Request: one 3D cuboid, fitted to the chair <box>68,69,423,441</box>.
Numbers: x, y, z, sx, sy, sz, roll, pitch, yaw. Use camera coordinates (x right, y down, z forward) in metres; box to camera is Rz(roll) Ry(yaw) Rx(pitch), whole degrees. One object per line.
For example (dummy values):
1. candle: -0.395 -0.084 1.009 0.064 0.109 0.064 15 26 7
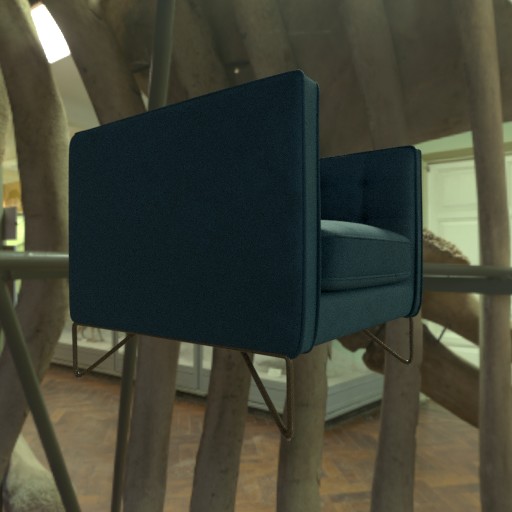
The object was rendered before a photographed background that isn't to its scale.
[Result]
1. chair: 0.000 0.000 1.505 0.894 0.790 0.880 0 0 36
